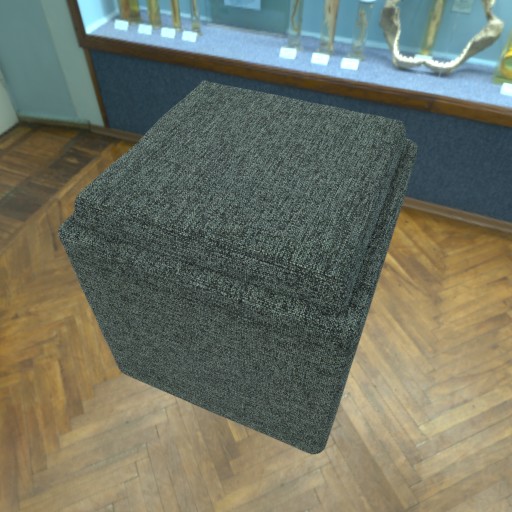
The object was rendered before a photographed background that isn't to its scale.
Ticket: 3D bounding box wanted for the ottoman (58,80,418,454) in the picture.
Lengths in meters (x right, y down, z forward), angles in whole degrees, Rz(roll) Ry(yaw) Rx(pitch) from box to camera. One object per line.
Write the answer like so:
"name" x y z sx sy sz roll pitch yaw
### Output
"ottoman" 0.000 0.000 0.832 0.450 0.463 0.450 17 49 16
